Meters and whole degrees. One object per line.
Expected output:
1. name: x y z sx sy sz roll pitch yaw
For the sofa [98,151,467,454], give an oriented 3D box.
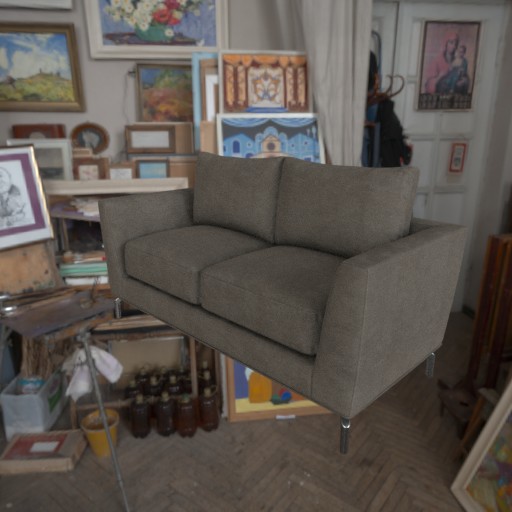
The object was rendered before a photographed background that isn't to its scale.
1. sofa: 0.000 0.000 2.353 1.832 1.013 0.855 16 23 42
